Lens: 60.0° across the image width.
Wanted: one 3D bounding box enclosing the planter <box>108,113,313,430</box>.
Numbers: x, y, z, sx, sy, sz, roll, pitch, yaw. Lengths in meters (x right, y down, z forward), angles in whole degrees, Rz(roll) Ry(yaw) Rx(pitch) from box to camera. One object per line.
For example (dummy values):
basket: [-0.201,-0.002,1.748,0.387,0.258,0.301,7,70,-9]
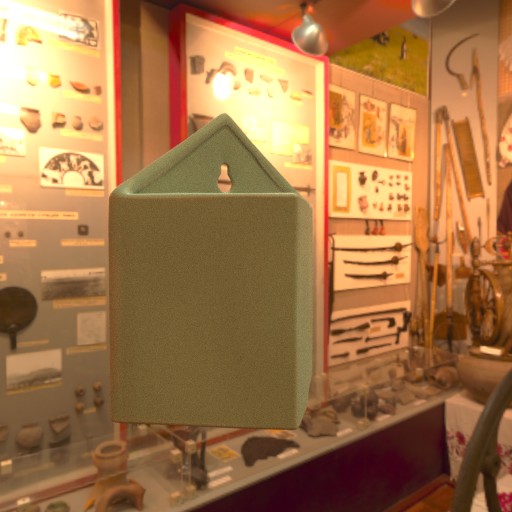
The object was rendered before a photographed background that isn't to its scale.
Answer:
planter: [0.000,0.000,0.283,0.164,0.197,0.079,-1,2,-37]
